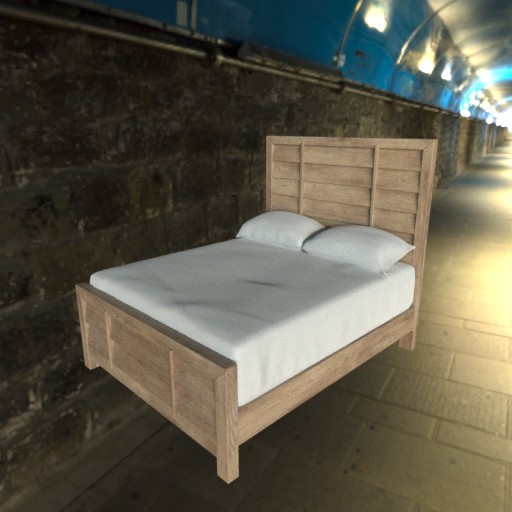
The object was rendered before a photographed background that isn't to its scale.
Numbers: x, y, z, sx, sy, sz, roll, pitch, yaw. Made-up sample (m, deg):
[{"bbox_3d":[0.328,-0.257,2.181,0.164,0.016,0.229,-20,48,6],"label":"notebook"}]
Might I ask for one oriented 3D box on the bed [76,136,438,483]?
[{"bbox_3d":[0.000,0.000,3.213,2.017,1.631,1.615,-16,22,-43],"label":"bed"}]
